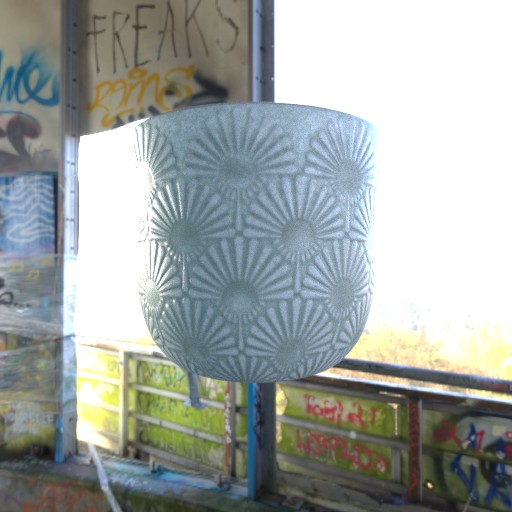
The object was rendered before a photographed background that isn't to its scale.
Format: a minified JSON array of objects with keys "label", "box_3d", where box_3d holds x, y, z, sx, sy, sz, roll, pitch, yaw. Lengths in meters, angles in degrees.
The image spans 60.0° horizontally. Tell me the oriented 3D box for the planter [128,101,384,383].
[{"label":"planter","box_3d":[0.000,0.000,0.304,0.170,0.152,0.170,0,-1,0]}]
